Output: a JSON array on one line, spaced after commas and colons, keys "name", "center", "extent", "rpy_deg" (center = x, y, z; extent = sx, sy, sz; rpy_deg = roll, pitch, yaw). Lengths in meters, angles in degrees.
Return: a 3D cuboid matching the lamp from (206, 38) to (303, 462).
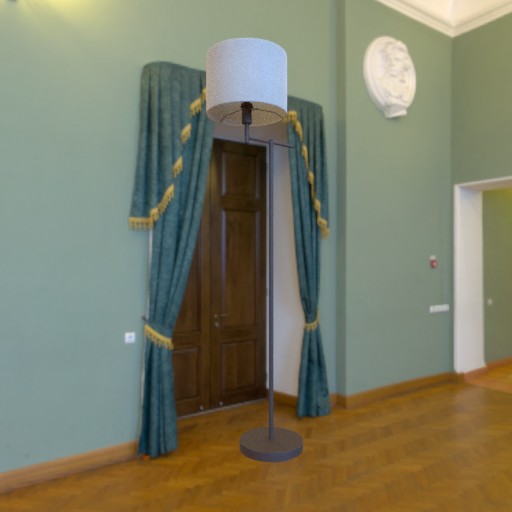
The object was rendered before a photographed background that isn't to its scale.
[{"name": "lamp", "center": [0.000, 0.000, 1.809], "extent": [0.416, 1.600, 0.324], "rpy_deg": [0, 0, -36]}]
